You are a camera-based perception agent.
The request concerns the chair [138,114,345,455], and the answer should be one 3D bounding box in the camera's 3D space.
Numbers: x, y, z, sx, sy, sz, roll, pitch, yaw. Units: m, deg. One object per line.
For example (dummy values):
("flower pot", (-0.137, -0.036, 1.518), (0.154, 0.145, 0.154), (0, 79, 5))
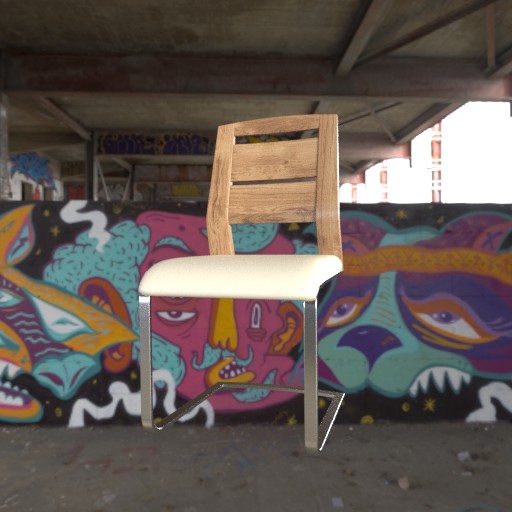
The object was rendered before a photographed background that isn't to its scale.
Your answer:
("chair", (0.000, 0.000, 1.301), (0.457, 0.955, 0.561), (0, 0, 18))
